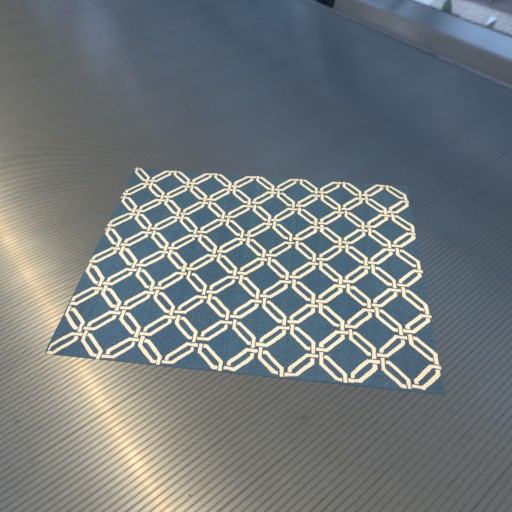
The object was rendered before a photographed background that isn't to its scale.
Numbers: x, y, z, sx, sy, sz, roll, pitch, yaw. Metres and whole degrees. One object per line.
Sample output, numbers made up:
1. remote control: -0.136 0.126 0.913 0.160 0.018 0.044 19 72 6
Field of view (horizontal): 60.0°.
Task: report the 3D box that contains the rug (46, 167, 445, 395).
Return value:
1. rug: 0.000 0.000 3.891 2.867 0.020 2.277 5 48 4
